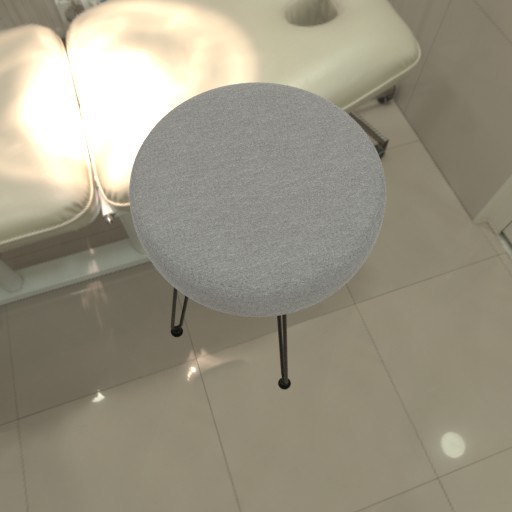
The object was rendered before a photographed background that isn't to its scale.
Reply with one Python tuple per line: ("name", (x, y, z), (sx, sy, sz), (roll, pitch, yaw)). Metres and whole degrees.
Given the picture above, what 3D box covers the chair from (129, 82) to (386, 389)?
("chair", (0.000, 0.000, 0.689), (0.350, 0.440, 0.350), (-18, 65, -8))
